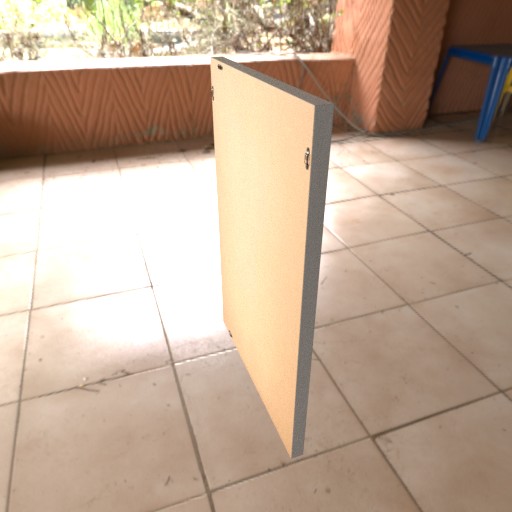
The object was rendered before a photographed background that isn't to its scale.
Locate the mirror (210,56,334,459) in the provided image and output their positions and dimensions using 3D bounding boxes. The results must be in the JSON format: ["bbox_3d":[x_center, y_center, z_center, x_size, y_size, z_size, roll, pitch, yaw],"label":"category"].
[{"bbox_3d":[0.000,0.000,1.192,0.040,0.915,0.609,-11,33,-18],"label":"mirror"}]
